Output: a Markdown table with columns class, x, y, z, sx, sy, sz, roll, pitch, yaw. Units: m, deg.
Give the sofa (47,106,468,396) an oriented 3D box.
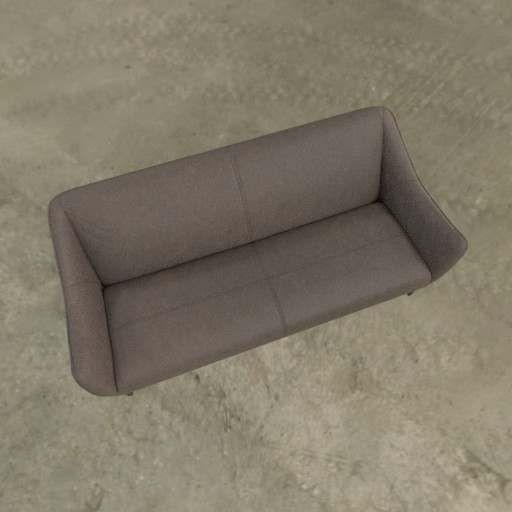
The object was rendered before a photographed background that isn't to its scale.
| class | x | y | z | sx | sy | sz | roll | pitch | yaw |
| --- | --- | --- | --- | --- | --- | --- | --- | --- | --- |
| sofa | 0.000 | 0.000 | 2.353 | 1.928 | 0.831 | 0.869 | -18 | 63 | -9 |
